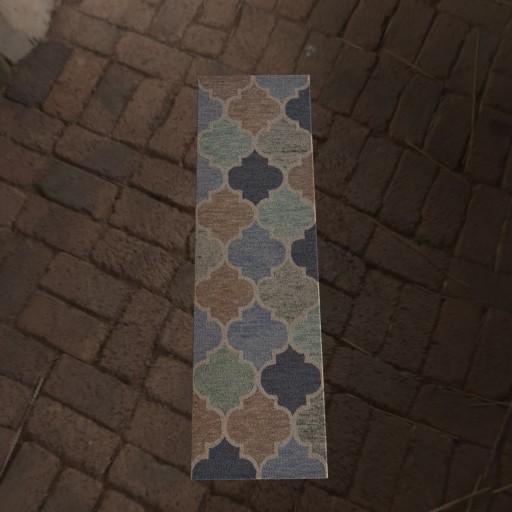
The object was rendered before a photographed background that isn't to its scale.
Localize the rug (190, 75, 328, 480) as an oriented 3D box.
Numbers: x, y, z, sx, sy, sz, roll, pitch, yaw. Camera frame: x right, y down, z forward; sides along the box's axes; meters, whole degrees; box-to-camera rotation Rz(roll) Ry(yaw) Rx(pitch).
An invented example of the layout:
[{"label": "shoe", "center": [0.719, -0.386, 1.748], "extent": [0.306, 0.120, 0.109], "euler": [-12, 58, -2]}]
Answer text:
[{"label": "rug", "center": [0.000, 0.000, 2.473], "extent": [0.687, 0.011, 2.287], "euler": [-1, 77, 0]}]
